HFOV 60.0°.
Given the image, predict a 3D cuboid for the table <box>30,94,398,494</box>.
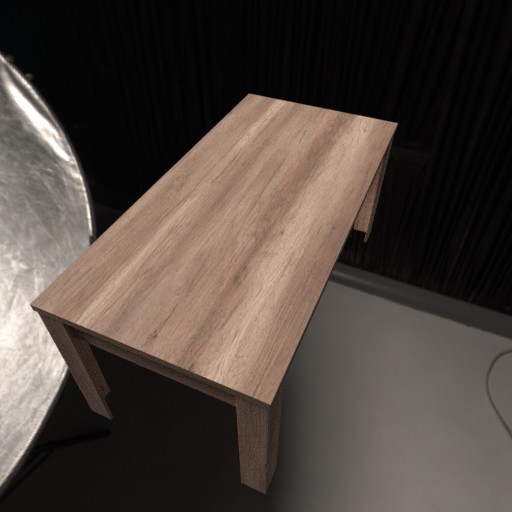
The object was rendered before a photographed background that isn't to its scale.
[{"bbox_3d":[0.000,0.000,2.256,0.900,0.790,1.800,18,47,17],"label":"table"}]
